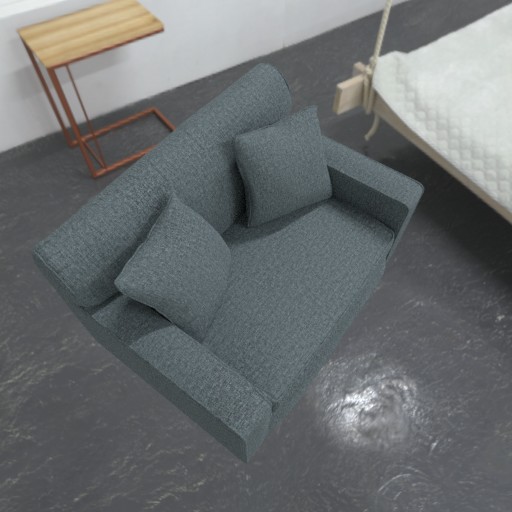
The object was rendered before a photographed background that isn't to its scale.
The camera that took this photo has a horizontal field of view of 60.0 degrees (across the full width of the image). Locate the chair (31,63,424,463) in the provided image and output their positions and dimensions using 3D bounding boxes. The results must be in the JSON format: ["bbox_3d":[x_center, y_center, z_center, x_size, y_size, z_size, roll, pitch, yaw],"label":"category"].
[{"bbox_3d":[0.000,0.000,2.025,1.000,0.948,1.383,32,63,19],"label":"chair"}]
